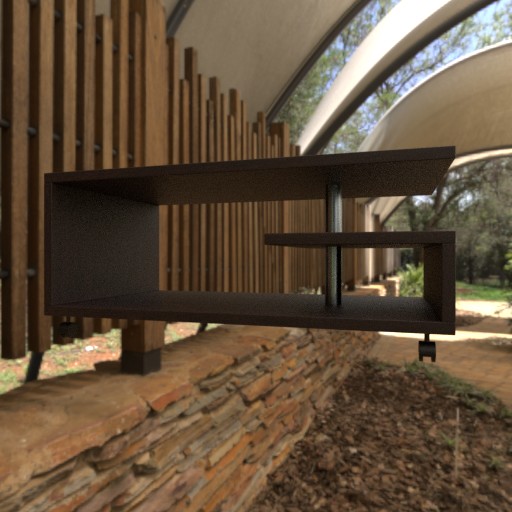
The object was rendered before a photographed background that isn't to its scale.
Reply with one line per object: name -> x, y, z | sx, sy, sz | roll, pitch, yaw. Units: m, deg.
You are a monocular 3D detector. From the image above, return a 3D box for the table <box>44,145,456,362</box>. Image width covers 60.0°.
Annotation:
table -> 0.000, 0.000, 1.356 | 1.050, 0.460, 0.590 | 0, 0, 17
